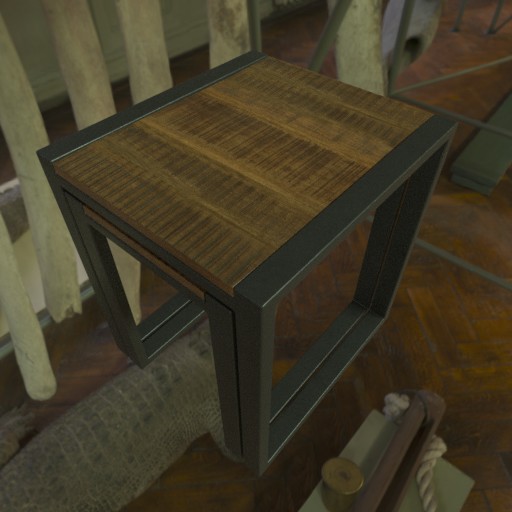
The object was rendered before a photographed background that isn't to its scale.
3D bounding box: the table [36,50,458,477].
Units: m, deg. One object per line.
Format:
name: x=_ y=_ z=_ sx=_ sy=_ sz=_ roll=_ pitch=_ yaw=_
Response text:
table: x=0.000 y=0.000 z=0.895 sx=0.449 sy=0.550 sz=0.500 roll=32 pitch=54 yaw=27
